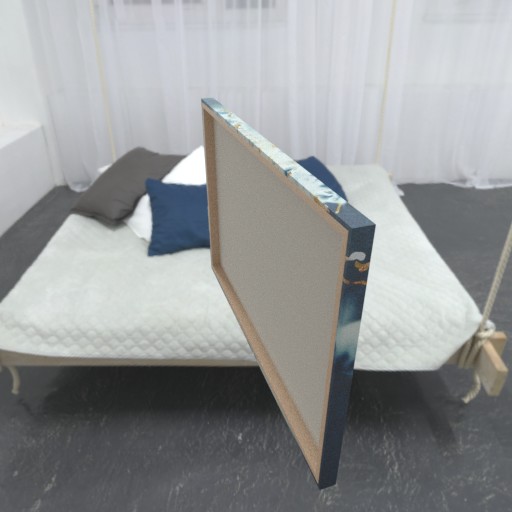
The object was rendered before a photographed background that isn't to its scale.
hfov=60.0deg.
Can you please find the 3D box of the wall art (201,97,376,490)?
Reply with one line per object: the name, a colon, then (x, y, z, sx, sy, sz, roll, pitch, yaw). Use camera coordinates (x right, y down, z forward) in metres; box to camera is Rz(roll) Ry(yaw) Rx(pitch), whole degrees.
wall art: (0.000, 0.000, 1.137, 0.038, 0.608, 0.912, -10, 32, -16)
